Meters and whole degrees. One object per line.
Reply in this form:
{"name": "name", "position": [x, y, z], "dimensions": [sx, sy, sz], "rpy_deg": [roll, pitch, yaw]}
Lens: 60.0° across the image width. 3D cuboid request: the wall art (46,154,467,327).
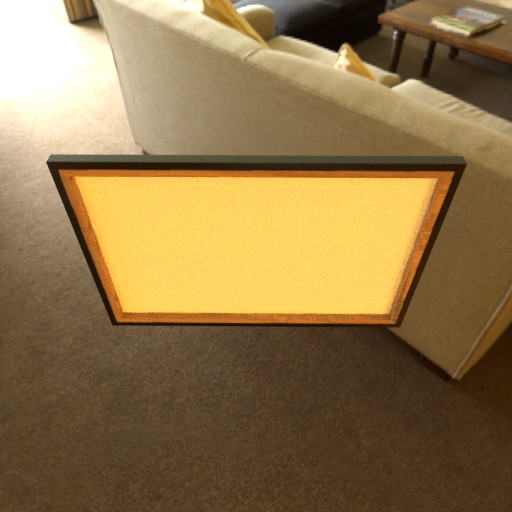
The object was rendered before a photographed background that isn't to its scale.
{"name": "wall art", "position": [0.000, 0.000, 0.861], "dimensions": [0.659, 0.446, 0.022], "rpy_deg": [0, 46, 0]}
